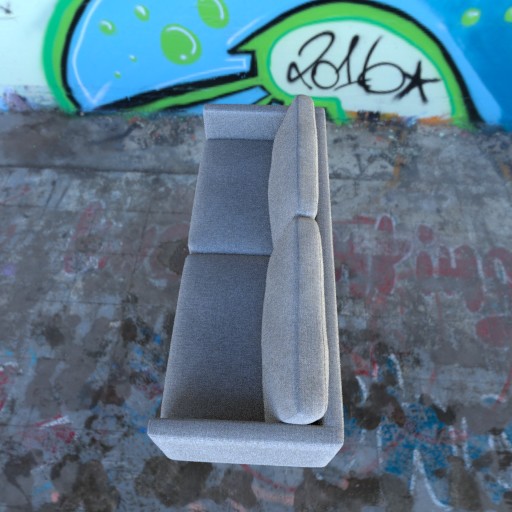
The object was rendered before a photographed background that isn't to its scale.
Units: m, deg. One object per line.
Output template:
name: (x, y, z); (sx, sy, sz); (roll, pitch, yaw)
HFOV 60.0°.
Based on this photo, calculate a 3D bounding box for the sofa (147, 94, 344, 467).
sofa: (0.000, 0.000, 2.927); (0.948, 0.951, 2.434); (2, 57, 1)
